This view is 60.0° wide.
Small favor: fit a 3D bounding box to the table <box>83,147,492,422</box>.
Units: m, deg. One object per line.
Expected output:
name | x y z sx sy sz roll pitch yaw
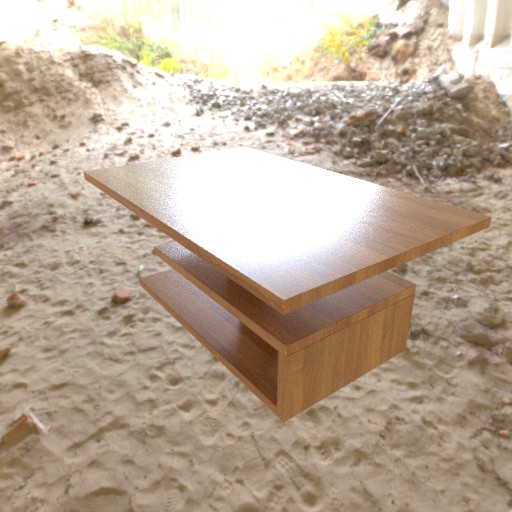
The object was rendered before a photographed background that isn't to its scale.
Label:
table | 0.000 0.000 1.448 0.700 0.442 1.100 -18 30 -33
